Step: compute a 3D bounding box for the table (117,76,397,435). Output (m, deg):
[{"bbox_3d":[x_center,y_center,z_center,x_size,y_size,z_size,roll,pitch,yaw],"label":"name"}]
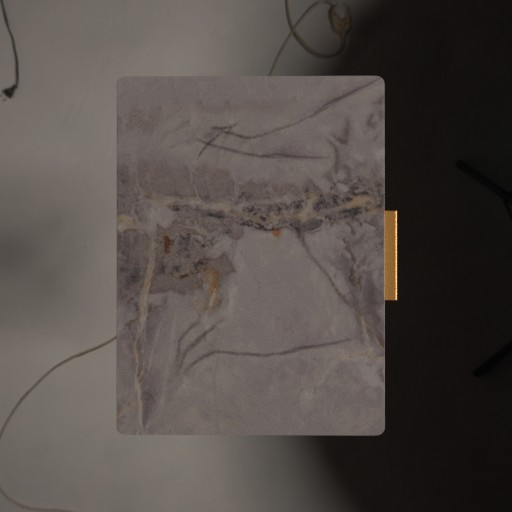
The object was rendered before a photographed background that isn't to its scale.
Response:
[{"bbox_3d":[0.000,0.000,0.902,0.400,0.570,0.500,0,90,0],"label":"table"}]
